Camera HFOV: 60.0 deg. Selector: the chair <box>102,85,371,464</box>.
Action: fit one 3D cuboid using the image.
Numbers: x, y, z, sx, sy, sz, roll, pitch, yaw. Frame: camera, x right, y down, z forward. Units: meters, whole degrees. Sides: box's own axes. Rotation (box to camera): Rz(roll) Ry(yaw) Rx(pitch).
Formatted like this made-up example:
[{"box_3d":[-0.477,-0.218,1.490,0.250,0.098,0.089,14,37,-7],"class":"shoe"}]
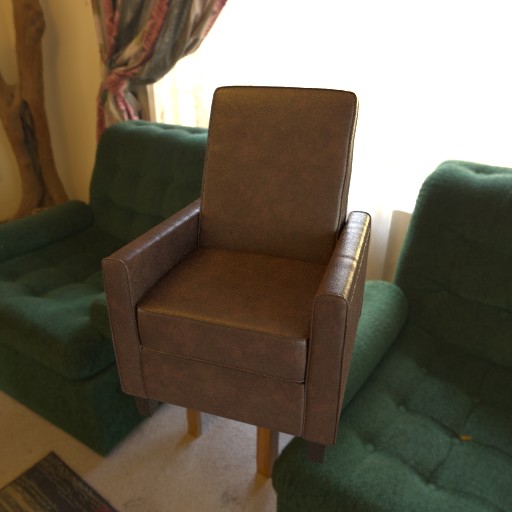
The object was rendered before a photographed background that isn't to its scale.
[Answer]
[{"box_3d":[0.000,0.000,1.490,0.705,1.013,0.746,8,28,16],"class":"chair"}]
